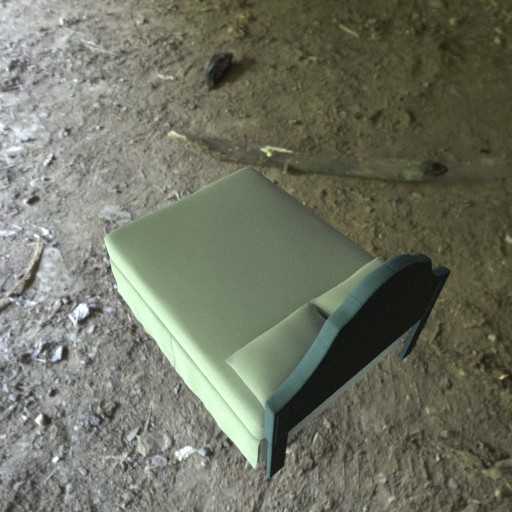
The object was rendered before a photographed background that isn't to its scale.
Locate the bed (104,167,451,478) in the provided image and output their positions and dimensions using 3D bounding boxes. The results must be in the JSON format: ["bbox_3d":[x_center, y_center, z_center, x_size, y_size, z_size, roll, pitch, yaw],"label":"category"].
[{"bbox_3d":[0.000,0.000,3.294,1.636,1.575,2.155,-31,54,-25],"label":"bed"}]
